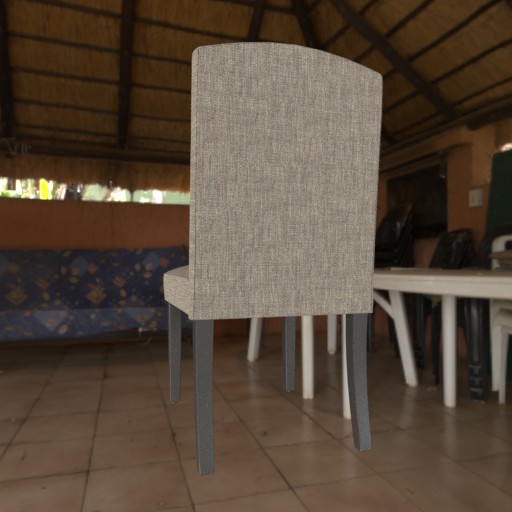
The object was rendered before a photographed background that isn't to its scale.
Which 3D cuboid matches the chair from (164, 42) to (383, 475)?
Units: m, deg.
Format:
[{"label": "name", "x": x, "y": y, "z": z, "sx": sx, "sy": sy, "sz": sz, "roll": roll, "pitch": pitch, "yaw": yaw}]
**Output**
[{"label": "chair", "x": 0.000, "y": 0.000, "z": 1.228, "sx": 0.451, "sy": 0.917, "sz": 0.580, "roll": 0, "pitch": -1, "yaw": -18}]
